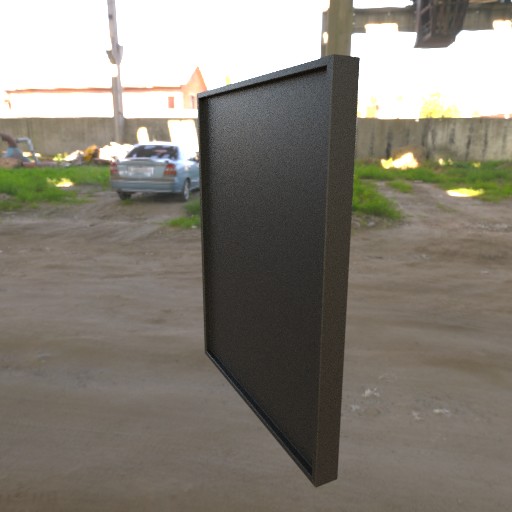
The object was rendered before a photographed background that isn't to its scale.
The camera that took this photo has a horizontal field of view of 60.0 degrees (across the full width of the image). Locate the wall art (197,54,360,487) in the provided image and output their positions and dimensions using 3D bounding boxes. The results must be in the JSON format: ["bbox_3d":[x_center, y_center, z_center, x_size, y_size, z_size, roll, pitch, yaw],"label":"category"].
[{"bbox_3d":[0.000,0.000,0.747,0.039,0.555,0.449,-7,16,-25],"label":"wall art"}]
